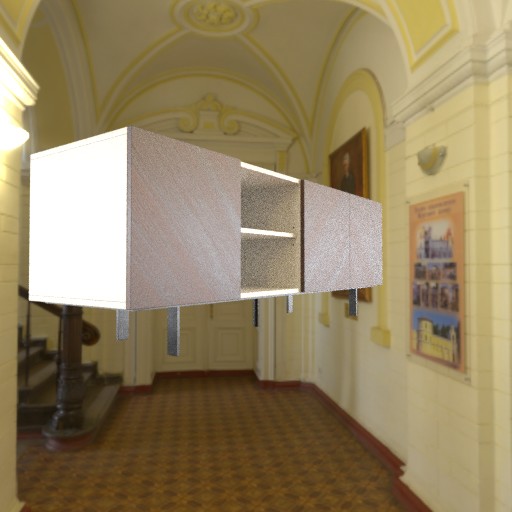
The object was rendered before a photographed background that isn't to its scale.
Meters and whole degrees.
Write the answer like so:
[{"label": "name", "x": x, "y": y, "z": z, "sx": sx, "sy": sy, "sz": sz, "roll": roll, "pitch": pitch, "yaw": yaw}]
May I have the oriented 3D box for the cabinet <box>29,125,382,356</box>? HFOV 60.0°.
[{"label": "cabinet", "x": 0.000, "y": 0.000, "z": 1.682, "sx": 0.431, "sy": 0.533, "sz": 1.499, "roll": -1, "pitch": -1, "yaw": 36}]
